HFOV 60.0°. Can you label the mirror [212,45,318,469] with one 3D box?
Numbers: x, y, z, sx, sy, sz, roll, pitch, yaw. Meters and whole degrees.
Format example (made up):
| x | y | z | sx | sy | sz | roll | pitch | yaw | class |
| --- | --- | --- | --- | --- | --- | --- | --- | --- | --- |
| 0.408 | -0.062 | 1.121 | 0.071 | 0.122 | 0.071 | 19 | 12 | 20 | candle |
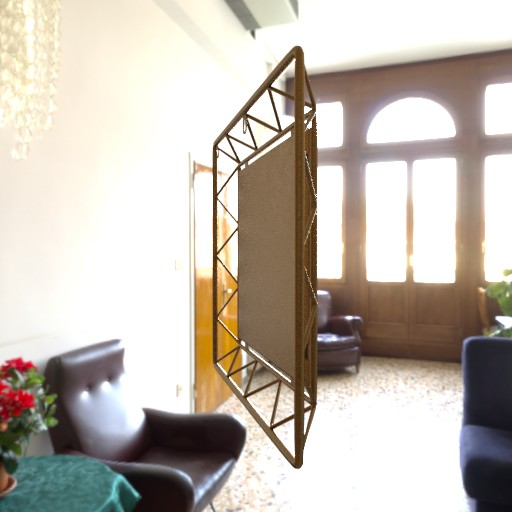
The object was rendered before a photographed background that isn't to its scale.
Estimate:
| x | y | z | sx | sy | sz | roll | pitch | yaw | class |
| --- | --- | --- | --- | --- | --- | --- | --- | --- | --- |
| 0.000 | 0.000 | 0.627 | 0.046 | 0.414 | 0.416 | 0 | 1 | -17 | mirror |
